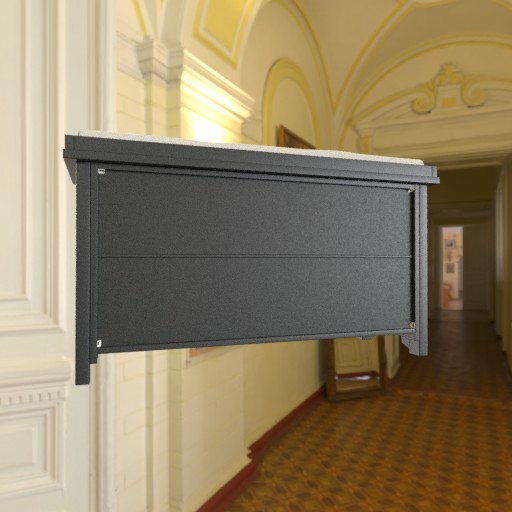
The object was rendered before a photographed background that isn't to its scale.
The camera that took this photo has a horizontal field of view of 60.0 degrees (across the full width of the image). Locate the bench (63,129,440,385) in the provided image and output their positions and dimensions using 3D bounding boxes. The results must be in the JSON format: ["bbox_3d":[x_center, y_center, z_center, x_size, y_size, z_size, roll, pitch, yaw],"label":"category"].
[{"bbox_3d":[0.000,0.000,1.244,0.973,0.561,0.345,0,-1,-19],"label":"bench"}]
